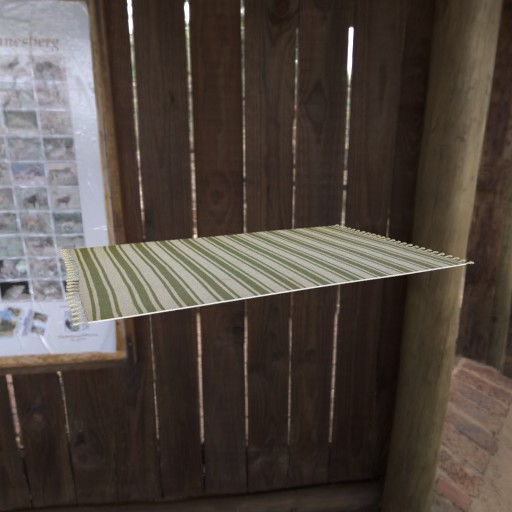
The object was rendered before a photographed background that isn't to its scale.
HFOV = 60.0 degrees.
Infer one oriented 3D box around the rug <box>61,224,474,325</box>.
[{"bbox_3d":[0.000,0.000,2.334,1.875,0.013,1.162,-7,16,-24],"label":"rug"}]
